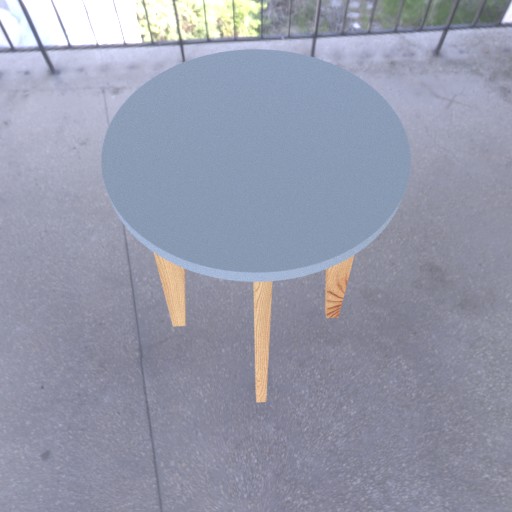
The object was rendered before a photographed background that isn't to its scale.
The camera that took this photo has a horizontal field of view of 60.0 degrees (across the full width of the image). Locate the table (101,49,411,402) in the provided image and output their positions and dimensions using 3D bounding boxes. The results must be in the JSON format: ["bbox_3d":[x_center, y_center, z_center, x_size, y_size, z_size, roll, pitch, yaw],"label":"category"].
[{"bbox_3d":[0.000,0.000,0.721,0.350,0.500,0.350,0,58,0],"label":"table"}]
